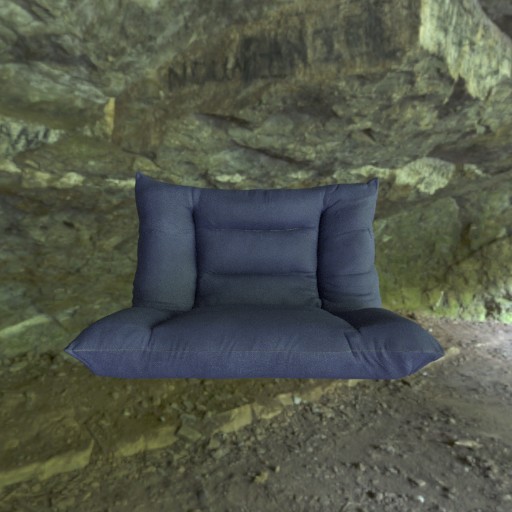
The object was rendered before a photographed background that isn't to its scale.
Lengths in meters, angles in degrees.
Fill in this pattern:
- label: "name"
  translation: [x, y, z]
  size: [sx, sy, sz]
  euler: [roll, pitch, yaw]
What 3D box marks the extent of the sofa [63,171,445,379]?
- label: "sofa"
  translation: [0.000, 0.000, 1.714]
  size: [1.122, 0.778, 0.849]
  euler: [0, -1, 1]
